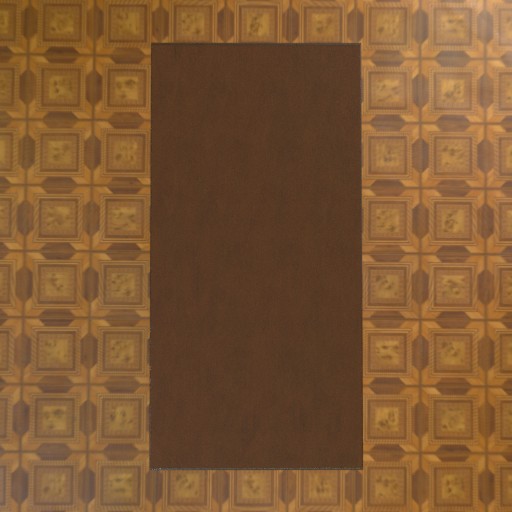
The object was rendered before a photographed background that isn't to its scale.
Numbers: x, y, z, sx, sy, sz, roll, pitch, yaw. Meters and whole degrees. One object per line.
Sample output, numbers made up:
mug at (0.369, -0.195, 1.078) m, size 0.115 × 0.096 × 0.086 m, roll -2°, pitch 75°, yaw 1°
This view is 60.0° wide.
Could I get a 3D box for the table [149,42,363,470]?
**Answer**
table at (0.000, 0.000, 1.463) m, size 0.594 × 0.459 × 1.197 m, roll 0°, pitch 89°, yaw 0°
